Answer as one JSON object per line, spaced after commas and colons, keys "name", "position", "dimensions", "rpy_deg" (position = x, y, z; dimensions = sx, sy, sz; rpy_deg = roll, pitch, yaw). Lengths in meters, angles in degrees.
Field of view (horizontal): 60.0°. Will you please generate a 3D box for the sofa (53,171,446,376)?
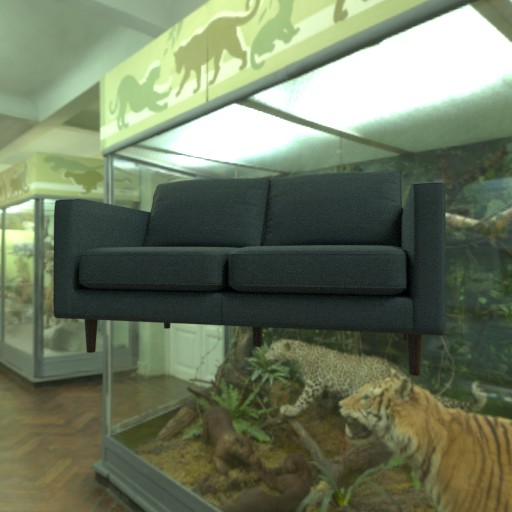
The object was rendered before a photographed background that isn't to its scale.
{"name": "sofa", "position": [0.000, 0.000, 2.220], "dimensions": [1.659, 0.907, 0.999], "rpy_deg": [0, 0, 16]}
